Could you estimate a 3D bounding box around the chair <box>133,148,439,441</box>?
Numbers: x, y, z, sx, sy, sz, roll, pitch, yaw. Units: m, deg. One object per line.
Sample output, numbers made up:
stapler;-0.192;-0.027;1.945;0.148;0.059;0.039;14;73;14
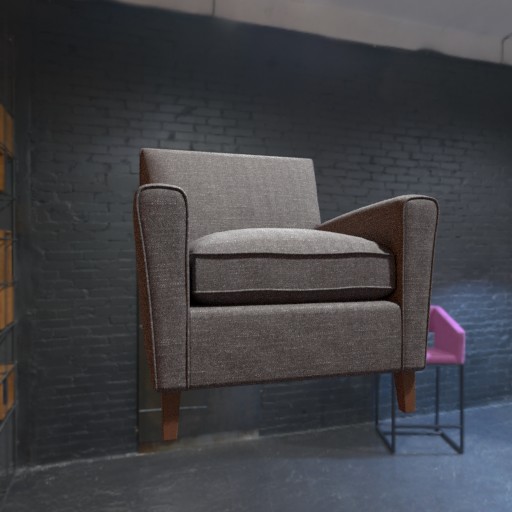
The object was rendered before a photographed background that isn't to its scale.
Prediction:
chair;0.000;0.000;1.552;0.838;0.885;0.875;0;0;-16
